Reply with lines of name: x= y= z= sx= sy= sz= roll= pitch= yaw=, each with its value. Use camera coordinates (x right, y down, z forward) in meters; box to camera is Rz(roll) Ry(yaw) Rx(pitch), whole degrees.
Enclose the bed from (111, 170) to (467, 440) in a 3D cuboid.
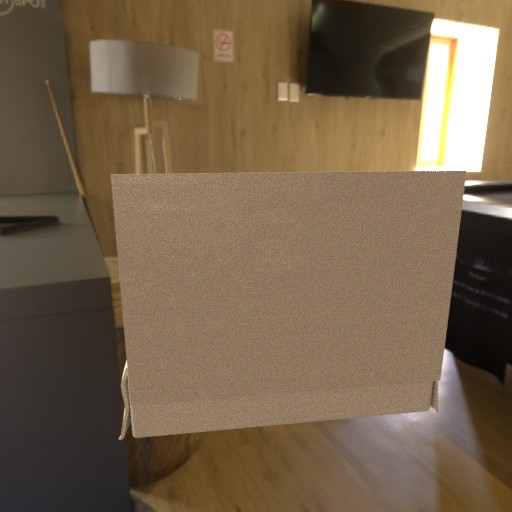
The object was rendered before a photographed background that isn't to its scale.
bed: x=0.000 y=0.000 z=3.124 sx=1.745 sy=1.335 sz=2.094 roll=-2 pitch=16 yaw=-8
